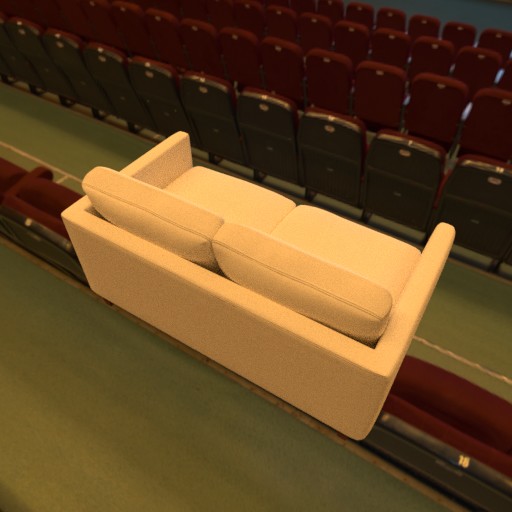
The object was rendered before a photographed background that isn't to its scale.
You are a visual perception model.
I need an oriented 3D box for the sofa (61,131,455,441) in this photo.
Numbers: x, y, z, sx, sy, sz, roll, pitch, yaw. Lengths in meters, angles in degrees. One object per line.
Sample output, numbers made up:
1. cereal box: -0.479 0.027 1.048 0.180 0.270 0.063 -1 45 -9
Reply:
1. sofa: 0.000 0.000 2.299 1.702 0.888 0.964 24 50 22
